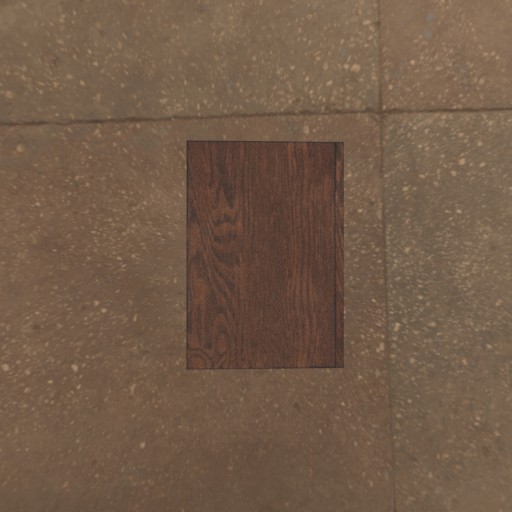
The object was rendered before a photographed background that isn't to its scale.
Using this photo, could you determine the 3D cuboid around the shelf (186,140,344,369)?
[{"bbox_3d":[0.000,0.000,1.907,0.395,1.732,0.539,0,90,-2],"label":"shelf"}]
